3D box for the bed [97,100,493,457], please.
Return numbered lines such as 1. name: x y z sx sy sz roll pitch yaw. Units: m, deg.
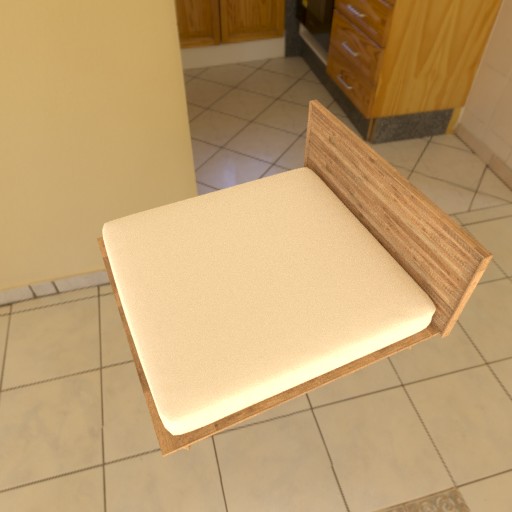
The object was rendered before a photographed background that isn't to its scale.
1. bed: 0.000 0.000 3.398 2.167 1.100 2.116 -18 49 -17
